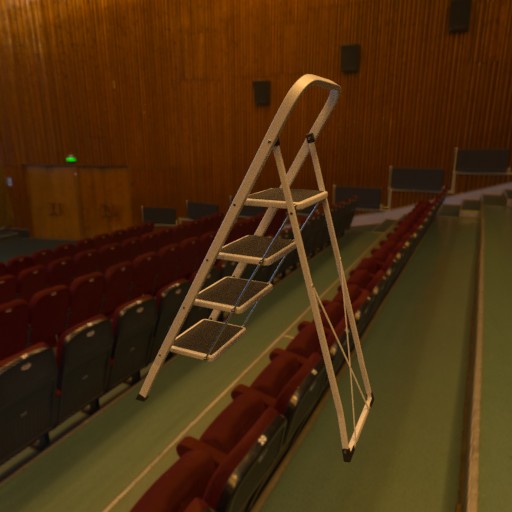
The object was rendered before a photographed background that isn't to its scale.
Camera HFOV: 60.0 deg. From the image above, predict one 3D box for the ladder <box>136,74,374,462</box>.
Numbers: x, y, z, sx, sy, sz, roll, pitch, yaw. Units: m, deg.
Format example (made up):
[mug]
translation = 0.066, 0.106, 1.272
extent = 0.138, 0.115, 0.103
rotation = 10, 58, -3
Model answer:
[ladder]
translation = 0.000, 0.000, 1.712
extent = 0.914, 1.265, 0.460
rotation = 8, 18, 25
